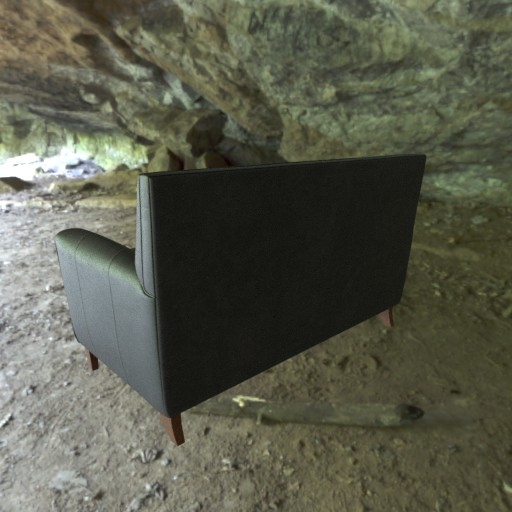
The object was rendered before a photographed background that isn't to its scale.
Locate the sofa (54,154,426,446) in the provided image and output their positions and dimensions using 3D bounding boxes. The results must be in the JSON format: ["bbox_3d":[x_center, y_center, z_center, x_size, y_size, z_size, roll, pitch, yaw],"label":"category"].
[{"bbox_3d":[0.000,0.000,1.979,1.473,0.871,0.787,-14,21,-41],"label":"sofa"}]
